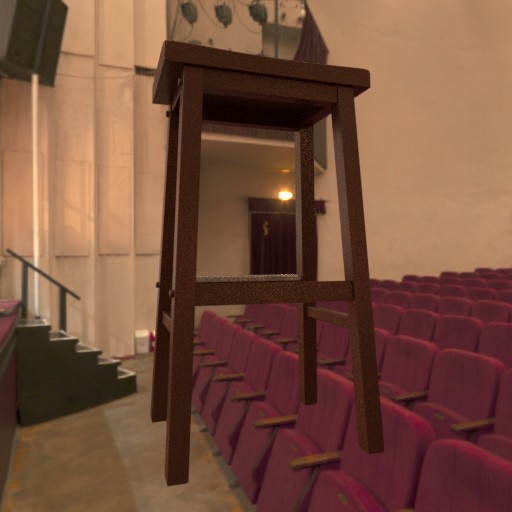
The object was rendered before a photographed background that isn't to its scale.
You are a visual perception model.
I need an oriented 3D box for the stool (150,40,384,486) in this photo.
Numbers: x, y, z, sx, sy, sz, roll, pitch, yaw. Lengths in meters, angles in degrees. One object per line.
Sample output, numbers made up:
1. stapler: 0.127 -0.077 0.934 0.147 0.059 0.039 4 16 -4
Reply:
1. stool: 0.000 0.000 0.927 0.406 0.742 0.322 0 0 -18
